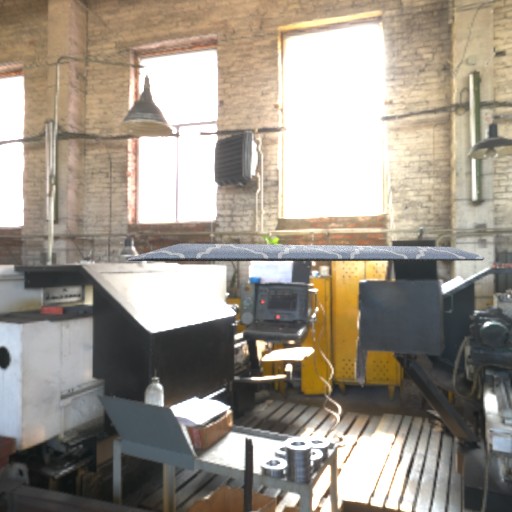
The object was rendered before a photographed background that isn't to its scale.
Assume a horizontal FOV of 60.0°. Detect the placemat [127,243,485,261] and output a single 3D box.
[{"bbox_3d":[0.000,0.000,0.944,0.508,0.021,0.762,0,-1,-18],"label":"placemat"}]
